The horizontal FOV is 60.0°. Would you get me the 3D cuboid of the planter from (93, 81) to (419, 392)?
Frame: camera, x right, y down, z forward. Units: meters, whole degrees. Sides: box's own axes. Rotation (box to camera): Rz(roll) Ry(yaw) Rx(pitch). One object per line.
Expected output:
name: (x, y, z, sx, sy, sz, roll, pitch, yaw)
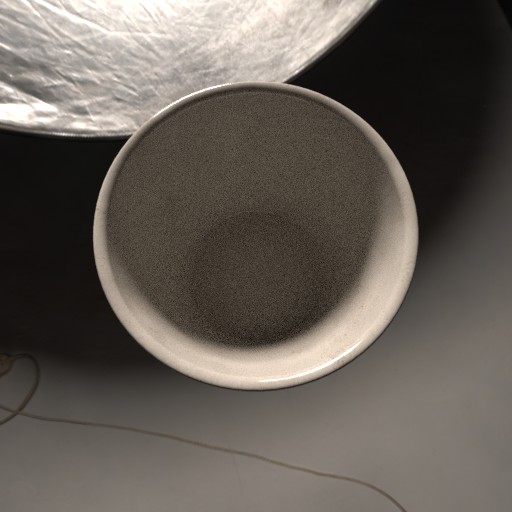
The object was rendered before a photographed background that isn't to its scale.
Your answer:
planter: (0.000, 0.000, 0.461, 0.260, 0.220, 0.260, 0, 76, 0)
